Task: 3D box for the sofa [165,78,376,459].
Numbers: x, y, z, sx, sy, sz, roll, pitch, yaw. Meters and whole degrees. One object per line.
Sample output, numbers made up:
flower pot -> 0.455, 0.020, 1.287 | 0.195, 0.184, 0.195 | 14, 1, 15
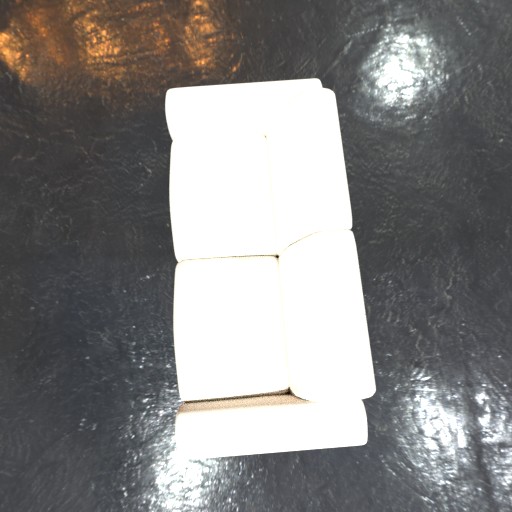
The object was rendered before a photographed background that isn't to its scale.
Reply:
sofa -> 0.000, 0.000, 2.348 | 0.900, 0.772, 1.901 | -4, 76, -1
